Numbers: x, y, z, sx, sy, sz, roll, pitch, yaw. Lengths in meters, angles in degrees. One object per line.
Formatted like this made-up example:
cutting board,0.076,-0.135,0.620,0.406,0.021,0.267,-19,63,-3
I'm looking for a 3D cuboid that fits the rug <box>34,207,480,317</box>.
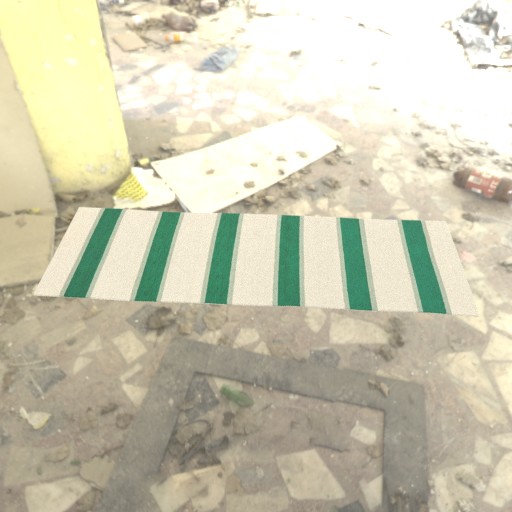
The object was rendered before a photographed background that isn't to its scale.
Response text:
rug,0.000,0.000,2.678,2.438,0.012,0.768,2,46,2
